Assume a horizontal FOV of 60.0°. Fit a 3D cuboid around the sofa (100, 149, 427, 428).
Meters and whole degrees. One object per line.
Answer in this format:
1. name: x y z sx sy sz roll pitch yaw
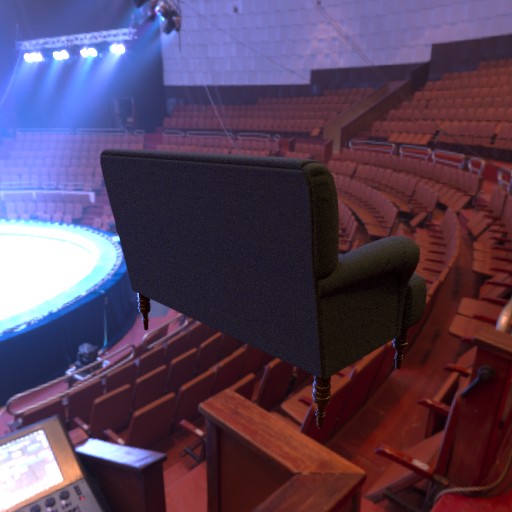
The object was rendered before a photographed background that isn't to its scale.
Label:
1. sofa: 0.000 0.000 1.900 1.297 0.889 0.779 15 22 43
